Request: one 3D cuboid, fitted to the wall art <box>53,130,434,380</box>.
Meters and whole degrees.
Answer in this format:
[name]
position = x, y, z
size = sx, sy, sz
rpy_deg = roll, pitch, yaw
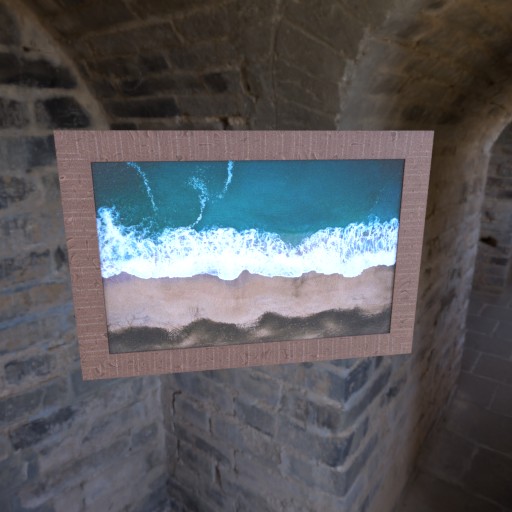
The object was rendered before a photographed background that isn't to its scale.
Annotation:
[wall art]
position = 0.000, 0.000, 1.151
size = 0.917, 0.626, 0.019
rpy_deg = -3, 16, -9
